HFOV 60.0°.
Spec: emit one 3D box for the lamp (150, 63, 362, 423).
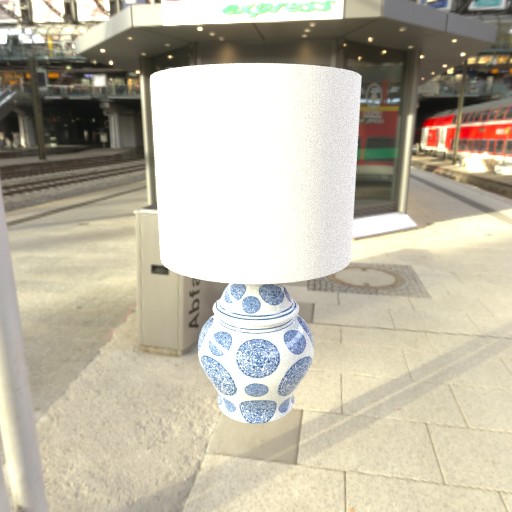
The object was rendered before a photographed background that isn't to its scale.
[{"bbox_3d":[0.000,0.000,0.511,0.215,0.381,0.215,2,15,8],"label":"lamp"}]
